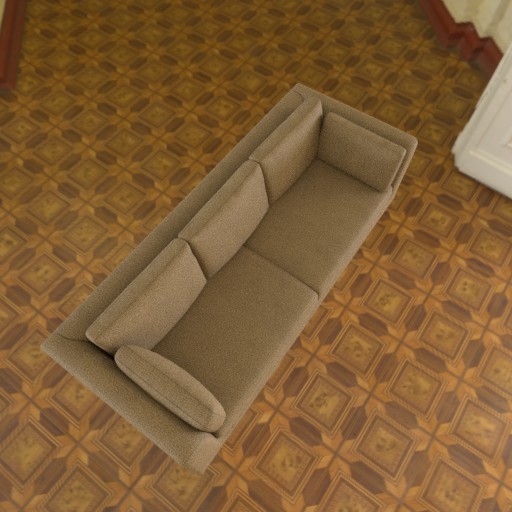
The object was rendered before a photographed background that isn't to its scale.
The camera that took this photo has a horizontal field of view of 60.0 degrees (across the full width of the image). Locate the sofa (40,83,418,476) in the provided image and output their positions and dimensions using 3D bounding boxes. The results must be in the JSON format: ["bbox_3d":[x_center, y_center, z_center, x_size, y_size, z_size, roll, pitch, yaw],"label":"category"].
[{"bbox_3d":[0.000,0.000,2.847,0.969,0.867,2.415,32,65,17],"label":"sofa"}]
